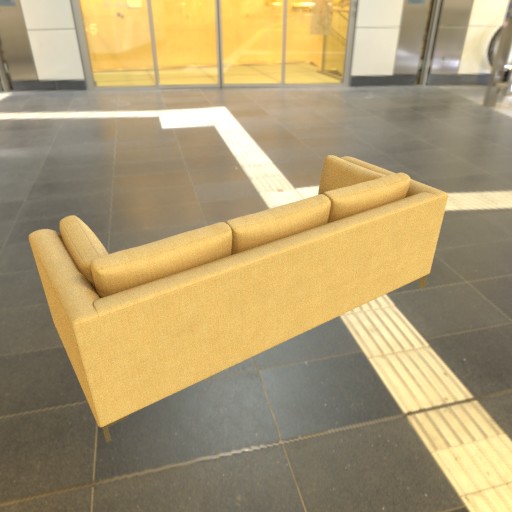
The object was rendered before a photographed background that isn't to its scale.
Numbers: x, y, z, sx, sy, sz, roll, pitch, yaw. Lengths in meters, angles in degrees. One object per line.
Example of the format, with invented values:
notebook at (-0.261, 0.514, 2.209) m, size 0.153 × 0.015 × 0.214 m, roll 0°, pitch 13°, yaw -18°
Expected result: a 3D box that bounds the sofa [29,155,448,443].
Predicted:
sofa at (0.000, 0.000, 2.846) m, size 2.415 × 0.867 × 0.969 m, roll -19°, pitch 36°, yaw -28°
